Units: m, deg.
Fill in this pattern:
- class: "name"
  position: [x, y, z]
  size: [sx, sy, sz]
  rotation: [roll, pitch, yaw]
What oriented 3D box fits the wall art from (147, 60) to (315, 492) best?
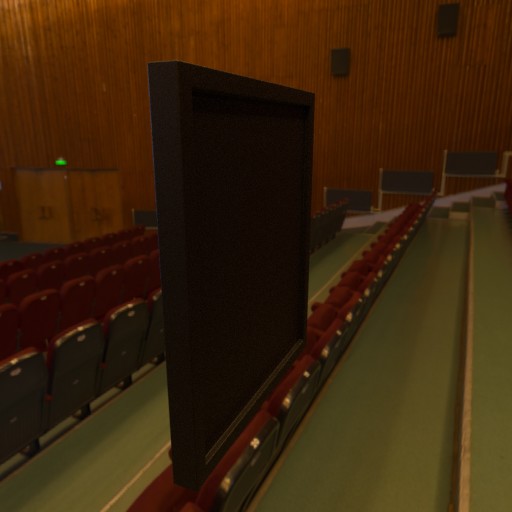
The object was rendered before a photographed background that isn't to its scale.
- class: "wall art"
  position: [0.000, 0.000, 0.518]
  size: [0.028, 0.381, 0.328]
  rotation: [7, 17, 24]
